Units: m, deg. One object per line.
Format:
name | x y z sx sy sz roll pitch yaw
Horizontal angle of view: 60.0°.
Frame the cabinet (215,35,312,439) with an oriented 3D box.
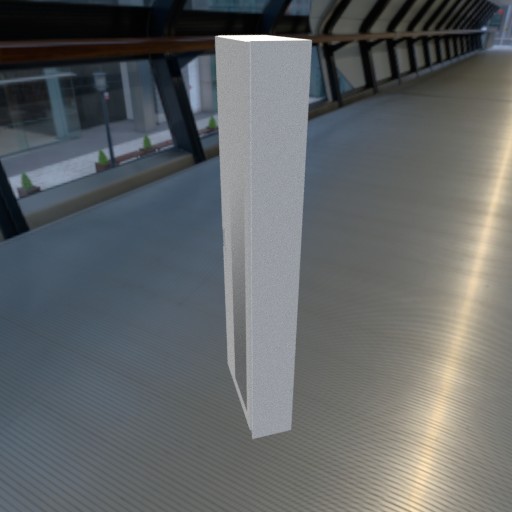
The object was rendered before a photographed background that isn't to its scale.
cabinet | 0.000 0.000 2.025 0.230 1.790 0.500 -8 29 -14
